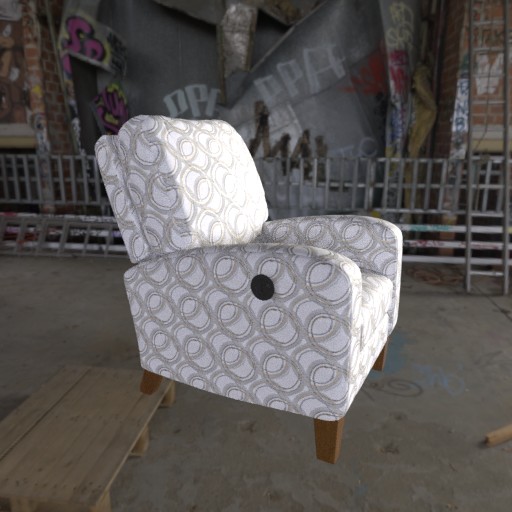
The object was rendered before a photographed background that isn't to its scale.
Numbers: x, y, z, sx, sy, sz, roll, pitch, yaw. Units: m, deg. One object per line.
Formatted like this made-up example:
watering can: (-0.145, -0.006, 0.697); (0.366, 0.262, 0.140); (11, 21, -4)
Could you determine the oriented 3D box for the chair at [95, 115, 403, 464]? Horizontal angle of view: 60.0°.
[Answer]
chair: (0.000, 0.000, 1.750); (0.995, 1.065, 0.796); (7, 16, 27)
